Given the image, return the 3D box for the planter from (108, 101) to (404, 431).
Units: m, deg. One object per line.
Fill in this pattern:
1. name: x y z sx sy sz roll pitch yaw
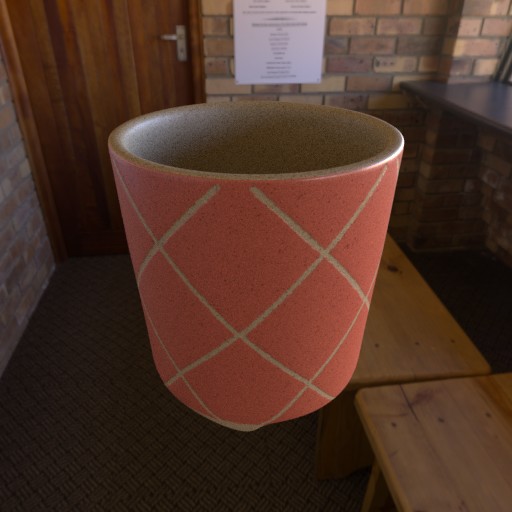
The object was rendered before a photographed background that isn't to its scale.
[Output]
1. planter: 0.000 0.000 0.412 0.227 0.235 0.227 0 30 0
